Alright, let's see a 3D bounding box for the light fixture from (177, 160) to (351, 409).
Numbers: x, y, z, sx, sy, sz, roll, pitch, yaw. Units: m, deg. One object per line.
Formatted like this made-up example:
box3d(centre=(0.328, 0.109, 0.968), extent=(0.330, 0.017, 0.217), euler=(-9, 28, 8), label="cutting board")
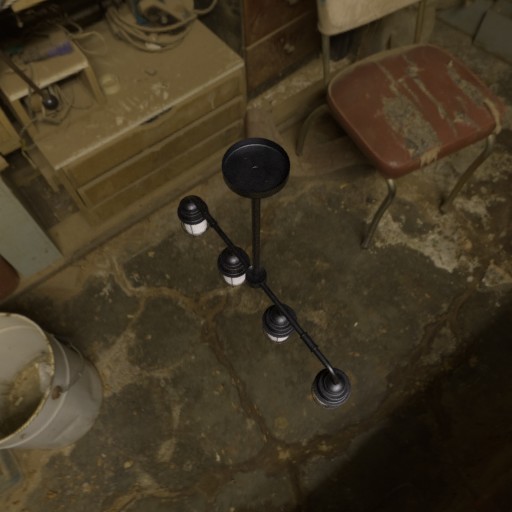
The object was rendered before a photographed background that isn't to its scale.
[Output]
box3d(centre=(0.000, 0.000, 1.195), extent=(0.131, 0.785, 0.852), euler=(-34, 68, -15), label="light fixture")
